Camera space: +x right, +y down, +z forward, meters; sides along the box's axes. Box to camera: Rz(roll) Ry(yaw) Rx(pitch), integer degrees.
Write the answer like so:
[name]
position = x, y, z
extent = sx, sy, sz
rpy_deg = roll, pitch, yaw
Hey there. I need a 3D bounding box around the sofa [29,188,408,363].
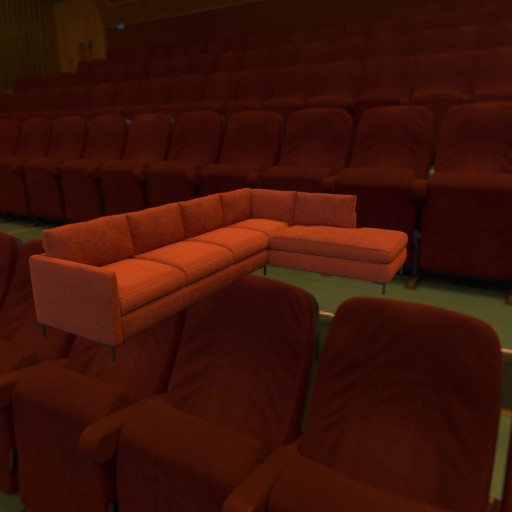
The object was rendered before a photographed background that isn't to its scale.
[sofa]
position = 0.000, 0.000, 3.582
extent = 1.879, 0.757, 2.736
rpy_deg = 9, 18, 28
